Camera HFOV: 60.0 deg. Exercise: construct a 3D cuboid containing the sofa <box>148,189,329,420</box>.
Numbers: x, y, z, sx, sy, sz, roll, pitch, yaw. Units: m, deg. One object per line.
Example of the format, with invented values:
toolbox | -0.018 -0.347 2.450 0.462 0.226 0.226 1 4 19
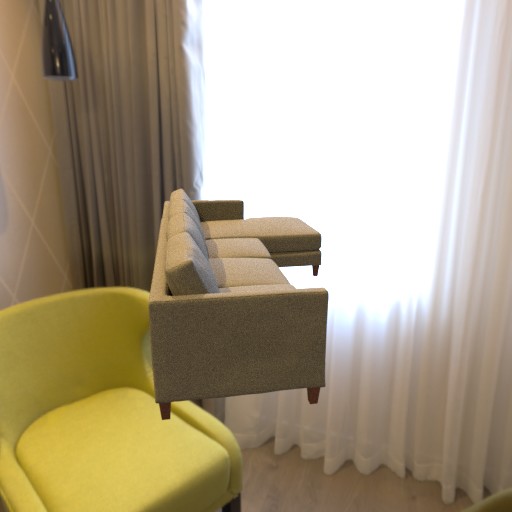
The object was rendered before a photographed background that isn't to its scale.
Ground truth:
sofa | 0.000 0.000 3.848 1.625 0.861 3.186 -3 16 -10
